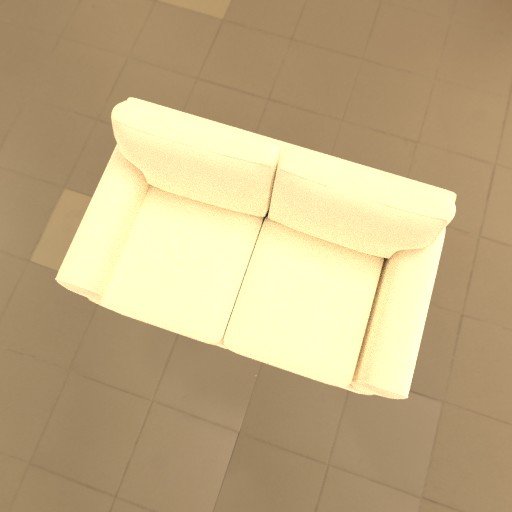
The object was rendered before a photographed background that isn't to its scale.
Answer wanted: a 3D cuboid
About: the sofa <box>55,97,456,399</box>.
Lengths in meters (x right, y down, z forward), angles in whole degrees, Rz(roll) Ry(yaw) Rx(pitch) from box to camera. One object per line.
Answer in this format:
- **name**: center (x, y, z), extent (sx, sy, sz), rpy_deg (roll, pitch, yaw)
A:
- **sofa**: center (0.000, 0.000, 2.294), extent (1.727, 0.940, 0.991), rpy_deg (18, 76, 5)
